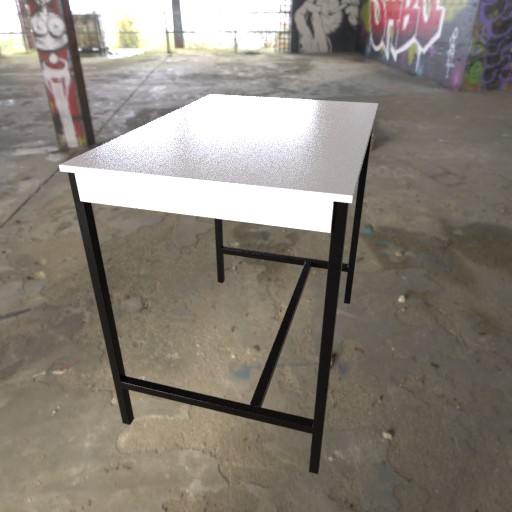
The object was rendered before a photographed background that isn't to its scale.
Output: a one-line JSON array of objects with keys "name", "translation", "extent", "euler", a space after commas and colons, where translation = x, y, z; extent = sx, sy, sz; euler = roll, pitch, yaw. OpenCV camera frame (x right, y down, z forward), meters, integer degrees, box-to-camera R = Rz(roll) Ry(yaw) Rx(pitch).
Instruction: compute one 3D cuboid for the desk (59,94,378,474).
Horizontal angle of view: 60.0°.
[{"name": "desk", "translation": [0.000, 0.000, 1.332], "extent": [0.573, 0.766, 0.811], "euler": [8, 31, 14]}]
